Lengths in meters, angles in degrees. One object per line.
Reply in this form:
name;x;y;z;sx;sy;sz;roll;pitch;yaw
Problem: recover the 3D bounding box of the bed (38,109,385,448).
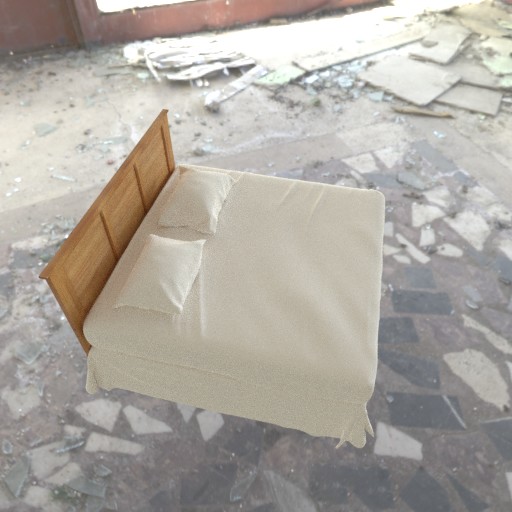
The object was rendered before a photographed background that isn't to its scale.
bed;0.000;0.000;3.589;2.215;1.270;2.317;10;48;9
